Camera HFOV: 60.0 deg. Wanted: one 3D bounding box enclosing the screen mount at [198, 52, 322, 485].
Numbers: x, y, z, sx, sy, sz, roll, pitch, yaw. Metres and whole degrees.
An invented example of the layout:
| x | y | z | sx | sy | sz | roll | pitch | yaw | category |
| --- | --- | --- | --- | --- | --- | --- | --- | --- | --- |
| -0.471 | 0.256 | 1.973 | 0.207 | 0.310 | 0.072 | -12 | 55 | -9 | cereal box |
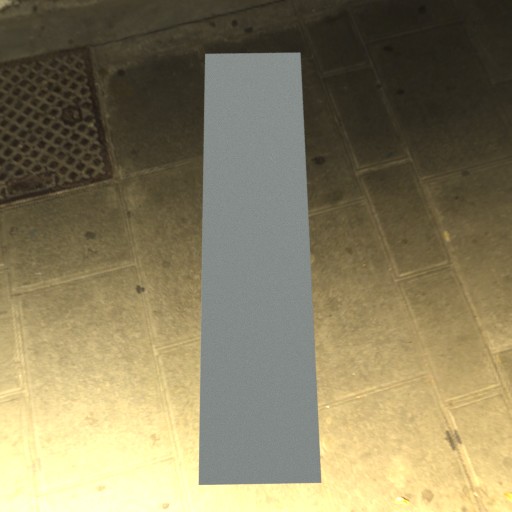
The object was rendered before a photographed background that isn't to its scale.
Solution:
| x | y | z | sx | sy | sz | roll | pitch | yaw | category |
| --- | --- | --- | --- | --- | --- | --- | --- | --- | --- |
| 0.000 | 0.000 | 1.855 | 0.399 | 0.432 | 1.644 | -1 | 75 | 0 | screen mount |
